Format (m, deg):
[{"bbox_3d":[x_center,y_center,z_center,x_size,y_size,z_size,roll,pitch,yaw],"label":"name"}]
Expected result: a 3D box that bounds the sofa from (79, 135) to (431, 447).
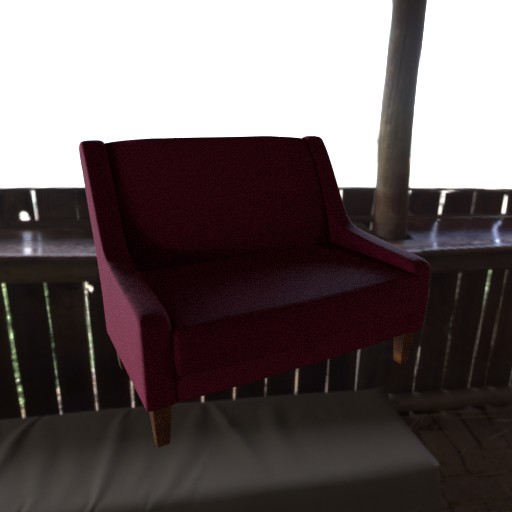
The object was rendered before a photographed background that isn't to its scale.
[{"bbox_3d":[0.000,0.000,1.928,1.242,0.976,0.946,-9,19,-27],"label":"sofa"}]
